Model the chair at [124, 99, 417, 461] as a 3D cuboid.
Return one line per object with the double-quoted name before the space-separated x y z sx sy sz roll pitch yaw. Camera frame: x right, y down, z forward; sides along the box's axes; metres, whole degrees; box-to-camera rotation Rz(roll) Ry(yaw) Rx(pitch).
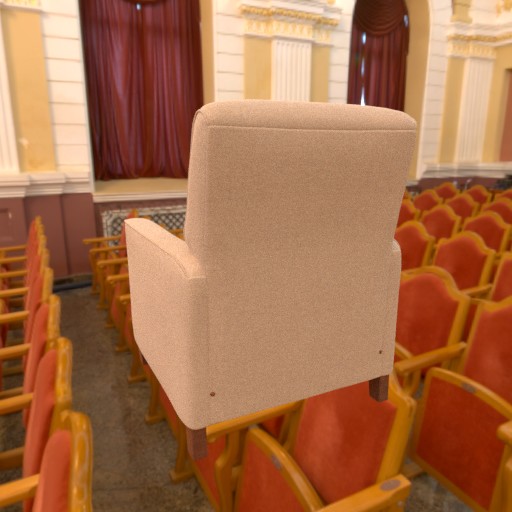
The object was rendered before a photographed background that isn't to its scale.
"chair" 0.000 0.000 1.647 0.841 1.023 0.858 -7 15 -26
